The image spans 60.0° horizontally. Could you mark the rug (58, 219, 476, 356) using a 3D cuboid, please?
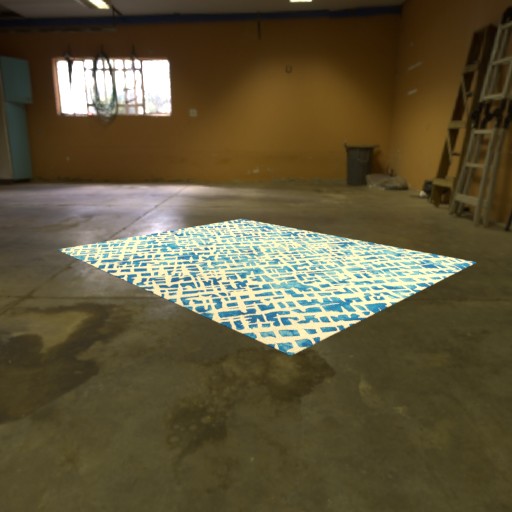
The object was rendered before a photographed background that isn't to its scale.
[{"bbox_3d":[0.000,0.000,4.060,2.435,0.007,3.007,-14,20,-42],"label":"rug"}]
